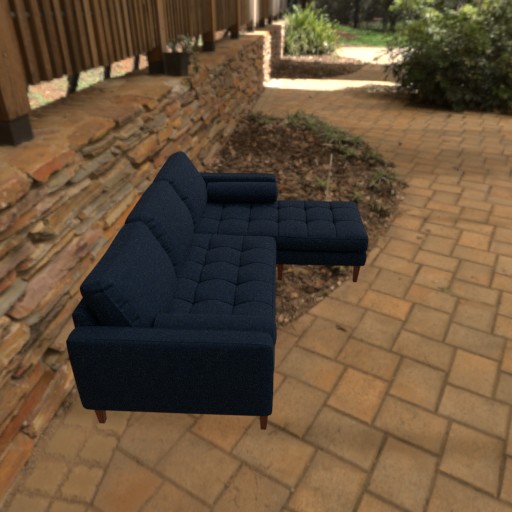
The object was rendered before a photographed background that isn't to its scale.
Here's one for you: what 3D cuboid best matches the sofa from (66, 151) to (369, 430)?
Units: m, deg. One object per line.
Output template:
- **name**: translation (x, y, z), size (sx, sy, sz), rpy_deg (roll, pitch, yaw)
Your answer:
- **sofa**: translation (0.000, 0.000, 2.938), size (1.613, 0.841, 2.185), rpy_deg (1, 31, 2)
